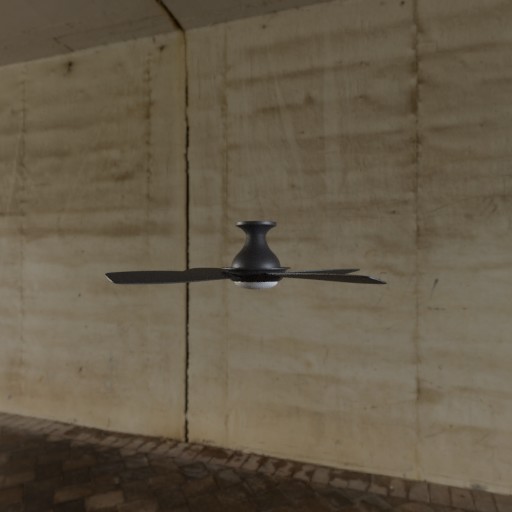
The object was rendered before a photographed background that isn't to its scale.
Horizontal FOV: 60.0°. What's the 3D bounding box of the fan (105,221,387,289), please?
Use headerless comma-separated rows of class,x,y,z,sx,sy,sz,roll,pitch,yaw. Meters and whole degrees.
fan,0.000,0.000,2.526,1.694,0.382,1.694,0,0,-38
